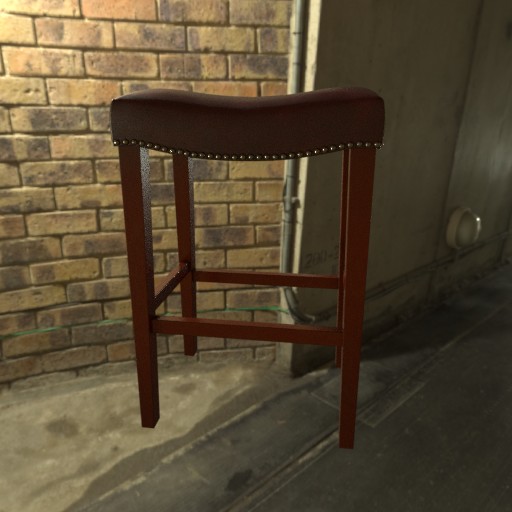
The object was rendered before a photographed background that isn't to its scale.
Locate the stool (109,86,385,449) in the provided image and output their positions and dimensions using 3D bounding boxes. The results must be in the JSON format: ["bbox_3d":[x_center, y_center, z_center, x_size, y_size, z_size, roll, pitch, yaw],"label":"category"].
[{"bbox_3d":[0.000,0.000,1.049,0.504,0.742,0.372,3,18,8],"label":"stool"}]
